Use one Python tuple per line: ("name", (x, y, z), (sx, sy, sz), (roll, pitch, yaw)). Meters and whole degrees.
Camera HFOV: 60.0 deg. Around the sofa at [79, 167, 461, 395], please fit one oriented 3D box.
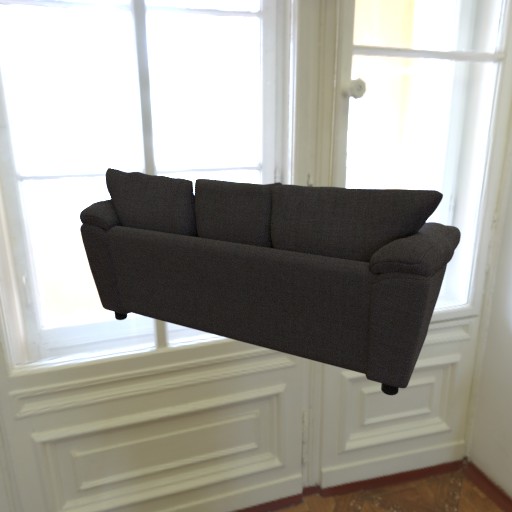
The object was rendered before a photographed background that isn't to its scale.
("sofa", (0.000, 0.000, 2.879), (2.336, 1.080, 0.883), (9, 19, 27))
